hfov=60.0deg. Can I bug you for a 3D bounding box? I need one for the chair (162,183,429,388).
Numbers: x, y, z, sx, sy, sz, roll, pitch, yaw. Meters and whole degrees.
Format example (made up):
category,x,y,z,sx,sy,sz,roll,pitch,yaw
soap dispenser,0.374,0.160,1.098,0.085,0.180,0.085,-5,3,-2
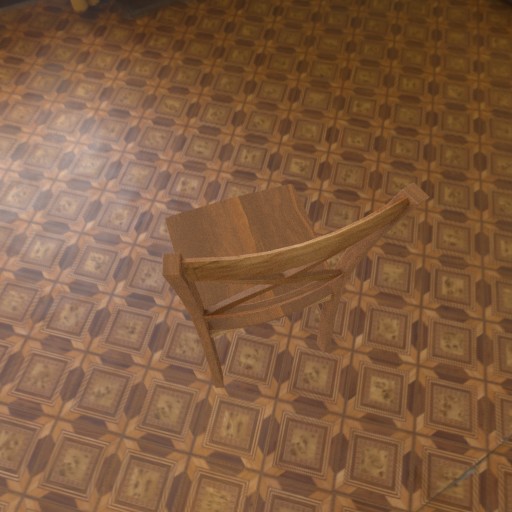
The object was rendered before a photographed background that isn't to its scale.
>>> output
category,x,y,z,sx,sy,sz,roll,pitch,yaw
chair,0.000,0.000,1.291,0.485,0.983,0.542,-16,62,-9
